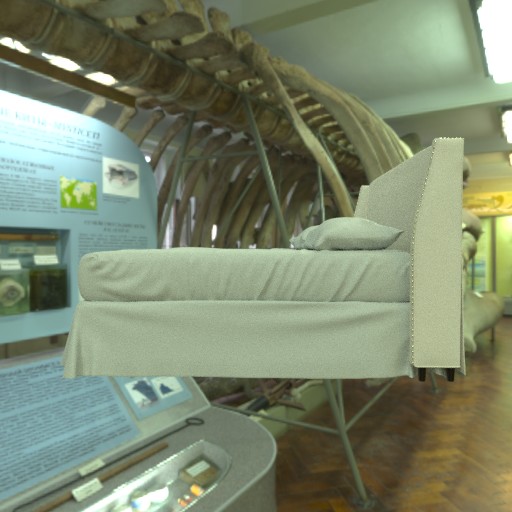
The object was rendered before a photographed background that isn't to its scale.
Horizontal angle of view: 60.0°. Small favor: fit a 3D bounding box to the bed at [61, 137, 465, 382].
[{"bbox_3d":[0.000,0.000,3.320,2.276,1.332,1.925,0,1,1],"label":"bed"}]
